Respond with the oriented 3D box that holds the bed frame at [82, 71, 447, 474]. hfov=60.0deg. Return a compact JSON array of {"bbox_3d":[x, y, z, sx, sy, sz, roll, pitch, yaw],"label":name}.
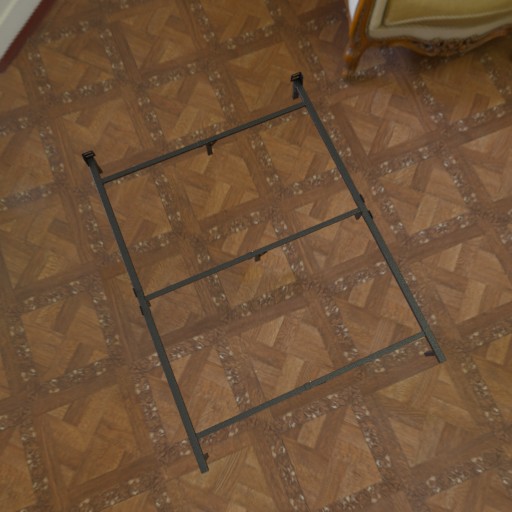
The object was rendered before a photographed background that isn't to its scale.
[{"bbox_3d":[0.000,0.000,2.701,1.498,0.248,1.990,-23,77,-6],"label":"bed frame"}]
